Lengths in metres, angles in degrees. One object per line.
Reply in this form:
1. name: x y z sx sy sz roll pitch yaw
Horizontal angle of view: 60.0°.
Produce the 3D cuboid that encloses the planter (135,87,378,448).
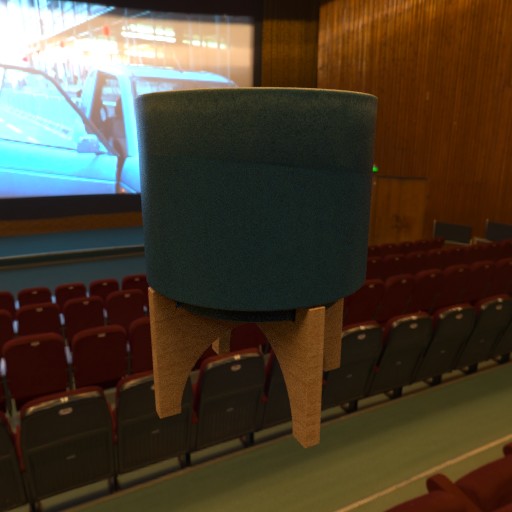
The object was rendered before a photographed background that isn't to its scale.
1. planter: 0.000 0.000 0.395 0.192 0.263 0.192 0 15 0
